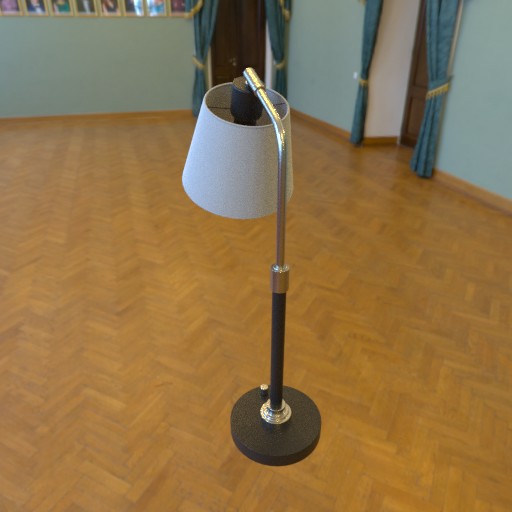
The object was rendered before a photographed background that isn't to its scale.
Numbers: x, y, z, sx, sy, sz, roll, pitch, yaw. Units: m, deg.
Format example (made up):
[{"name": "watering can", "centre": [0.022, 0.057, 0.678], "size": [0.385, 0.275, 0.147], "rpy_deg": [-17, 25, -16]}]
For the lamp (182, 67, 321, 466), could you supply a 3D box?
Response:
[{"name": "lamp", "centre": [0.000, 0.000, 0.692], "size": [0.181, 0.539, 0.348], "rpy_deg": [-9, 29, -17]}]
